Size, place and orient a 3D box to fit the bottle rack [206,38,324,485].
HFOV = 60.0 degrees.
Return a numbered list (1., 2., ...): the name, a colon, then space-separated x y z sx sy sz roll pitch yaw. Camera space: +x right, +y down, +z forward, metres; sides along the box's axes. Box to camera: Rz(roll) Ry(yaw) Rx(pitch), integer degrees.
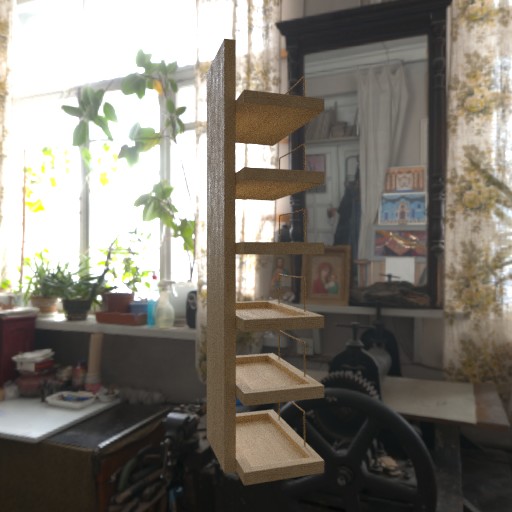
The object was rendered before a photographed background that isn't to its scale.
1. bottle rack: 0.000 0.000 1.086 0.206 0.943 0.330 0 0 -17
